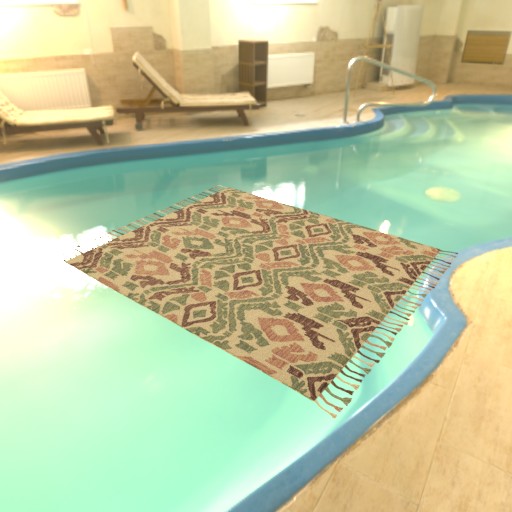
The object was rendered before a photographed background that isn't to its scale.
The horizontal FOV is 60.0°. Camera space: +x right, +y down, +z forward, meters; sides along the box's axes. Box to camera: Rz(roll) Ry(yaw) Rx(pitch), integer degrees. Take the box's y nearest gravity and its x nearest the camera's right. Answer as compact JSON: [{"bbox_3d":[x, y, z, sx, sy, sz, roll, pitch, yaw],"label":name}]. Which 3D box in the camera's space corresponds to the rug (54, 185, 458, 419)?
[{"bbox_3d":[0.000,0.000,4.199,3.048,0.010,2.438,21,36,32],"label":"rug"}]
